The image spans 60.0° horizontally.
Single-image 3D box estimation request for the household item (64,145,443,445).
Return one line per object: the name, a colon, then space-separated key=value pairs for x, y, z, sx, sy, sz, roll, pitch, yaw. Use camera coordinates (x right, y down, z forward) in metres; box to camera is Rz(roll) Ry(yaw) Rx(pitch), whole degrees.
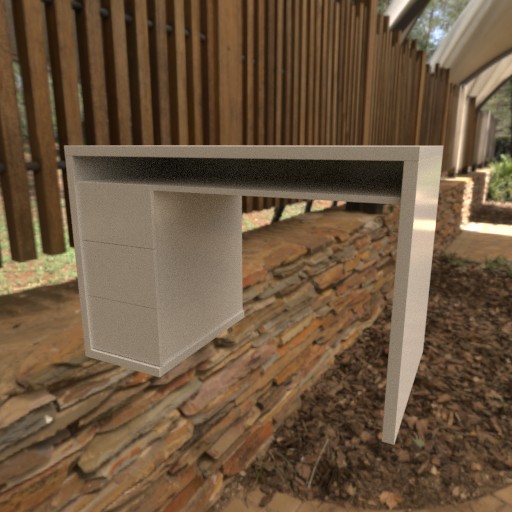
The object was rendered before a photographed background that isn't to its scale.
household item: x=0.000 y=0.000 z=1.551 sx=1.100 sy=0.749 sz=0.597 roll=7 pitch=16 yaw=26
